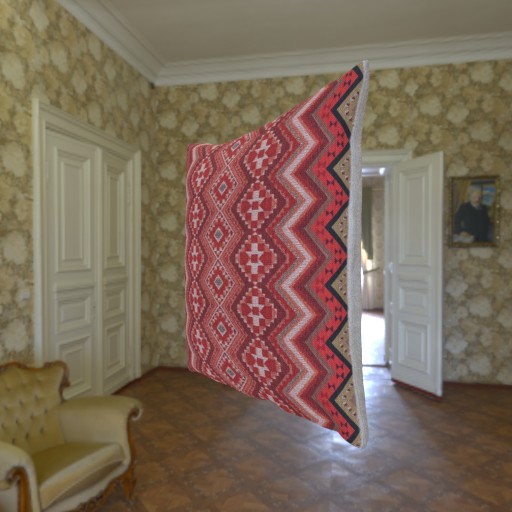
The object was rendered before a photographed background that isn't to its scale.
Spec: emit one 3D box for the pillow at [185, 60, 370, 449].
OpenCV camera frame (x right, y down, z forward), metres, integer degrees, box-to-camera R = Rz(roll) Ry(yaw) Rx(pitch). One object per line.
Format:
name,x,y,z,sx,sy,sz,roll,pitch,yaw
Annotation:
pillow,0.000,0.000,0.788,0.158,0.511,0.513,0,0,-35
